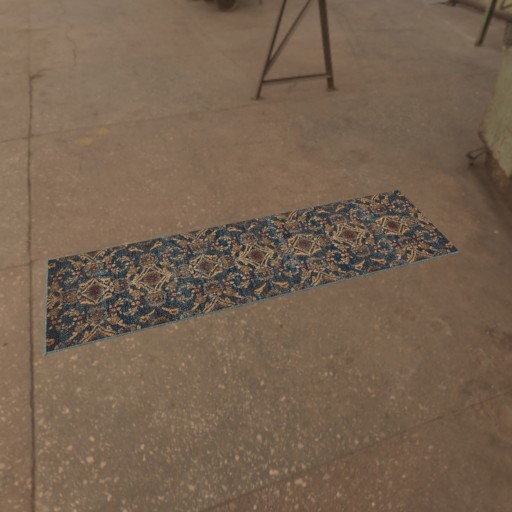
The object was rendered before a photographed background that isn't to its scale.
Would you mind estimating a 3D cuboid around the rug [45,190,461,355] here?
[{"bbox_3d":[0.000,0.000,2.561,2.292,0.014,0.685,-12,44,-13],"label":"rug"}]
